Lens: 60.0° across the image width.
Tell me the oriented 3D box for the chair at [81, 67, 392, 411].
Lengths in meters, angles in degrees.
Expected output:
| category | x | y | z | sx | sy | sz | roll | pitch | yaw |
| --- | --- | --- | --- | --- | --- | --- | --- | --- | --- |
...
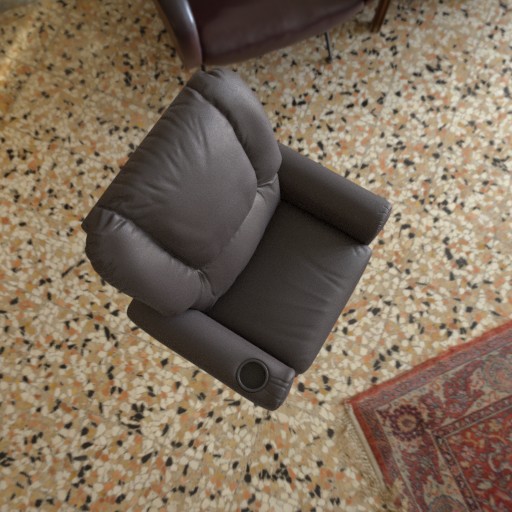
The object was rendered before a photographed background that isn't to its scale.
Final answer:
| category | x | y | z | sx | sy | sz | roll | pitch | yaw |
| --- | --- | --- | --- | --- | --- | --- | --- | --- | --- |
| chair | 0.000 | 0.000 | 1.117 | 0.521 | 0.709 | 0.610 | 31 | 77 | 8 |
